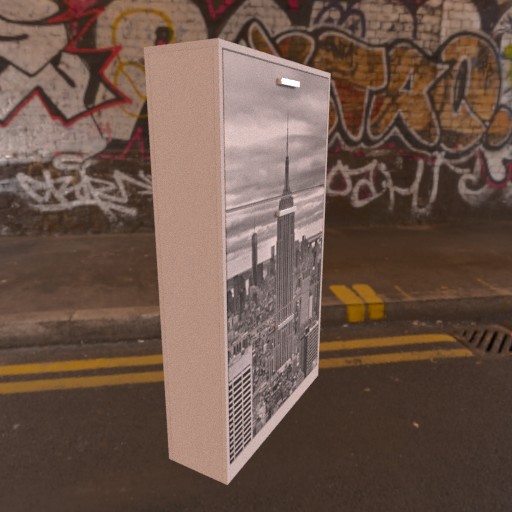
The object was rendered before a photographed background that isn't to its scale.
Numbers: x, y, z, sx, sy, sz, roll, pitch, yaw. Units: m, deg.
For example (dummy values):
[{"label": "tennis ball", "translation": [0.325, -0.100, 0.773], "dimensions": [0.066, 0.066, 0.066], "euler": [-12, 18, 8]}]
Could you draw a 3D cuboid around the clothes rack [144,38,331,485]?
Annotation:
[{"label": "clothes rack", "translation": [0.000, 0.000, 1.585], "dimensions": [0.250, 1.280, 0.750], "euler": [9, 18, 29]}]
